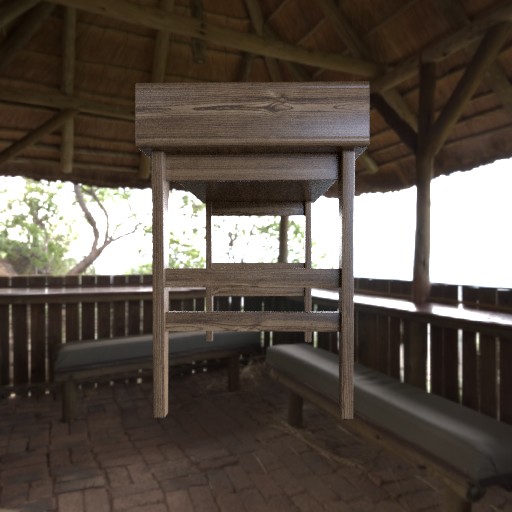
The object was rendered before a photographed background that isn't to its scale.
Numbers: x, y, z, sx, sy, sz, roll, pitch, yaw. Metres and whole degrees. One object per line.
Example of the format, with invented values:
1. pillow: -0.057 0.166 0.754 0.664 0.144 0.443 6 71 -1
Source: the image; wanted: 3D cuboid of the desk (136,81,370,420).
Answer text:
1. desk: 0.000 0.000 1.487 0.508 0.755 1.067 0 0 1
